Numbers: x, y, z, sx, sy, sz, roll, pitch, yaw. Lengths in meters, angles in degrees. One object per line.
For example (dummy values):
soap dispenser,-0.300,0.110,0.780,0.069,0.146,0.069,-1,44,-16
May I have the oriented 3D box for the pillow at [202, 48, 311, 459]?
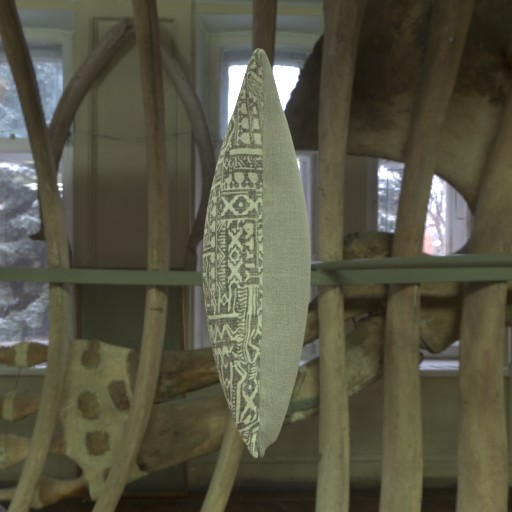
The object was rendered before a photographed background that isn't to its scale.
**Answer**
pillow,0.000,0.000,0.777,0.180,0.487,0.546,0,0,-1
